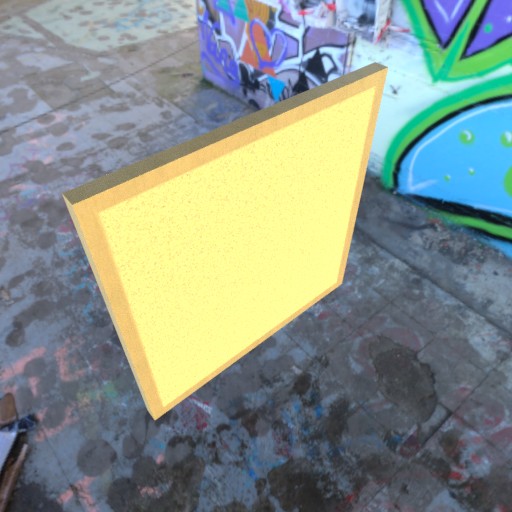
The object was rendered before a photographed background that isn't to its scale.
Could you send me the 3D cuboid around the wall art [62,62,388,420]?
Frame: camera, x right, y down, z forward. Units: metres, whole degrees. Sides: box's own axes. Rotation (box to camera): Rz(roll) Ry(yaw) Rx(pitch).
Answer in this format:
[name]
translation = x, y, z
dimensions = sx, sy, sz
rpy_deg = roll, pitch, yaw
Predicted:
[wall art]
translation = 0.000, 0.000, 2.861
dimensions = 1.935, 1.936, 0.097
rpy_deg = -31, 54, -27
